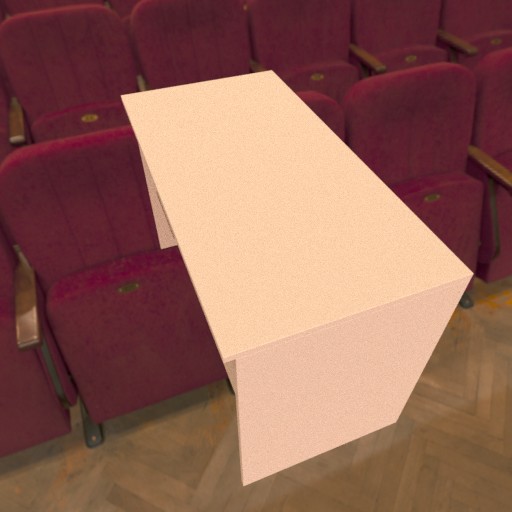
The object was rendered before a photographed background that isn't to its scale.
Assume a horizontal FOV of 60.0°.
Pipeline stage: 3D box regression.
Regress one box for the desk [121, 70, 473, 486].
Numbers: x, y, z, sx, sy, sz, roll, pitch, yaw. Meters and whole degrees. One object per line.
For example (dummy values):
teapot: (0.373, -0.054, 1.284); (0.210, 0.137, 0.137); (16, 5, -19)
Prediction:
desk: (0.000, 0.000, 1.486); (0.560, 0.730, 1.100); (-16, 48, -15)
